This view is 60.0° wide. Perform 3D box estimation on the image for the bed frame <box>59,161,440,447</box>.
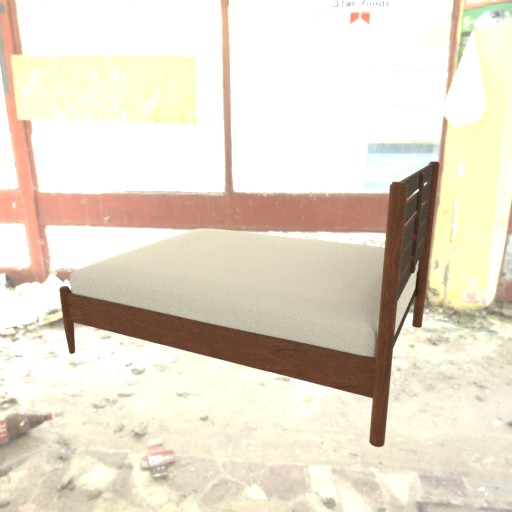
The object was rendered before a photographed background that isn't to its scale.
[{"bbox_3d":[0.000,0.000,3.231,2.234,1.321,1.655,8,17,25],"label":"bed frame"}]
